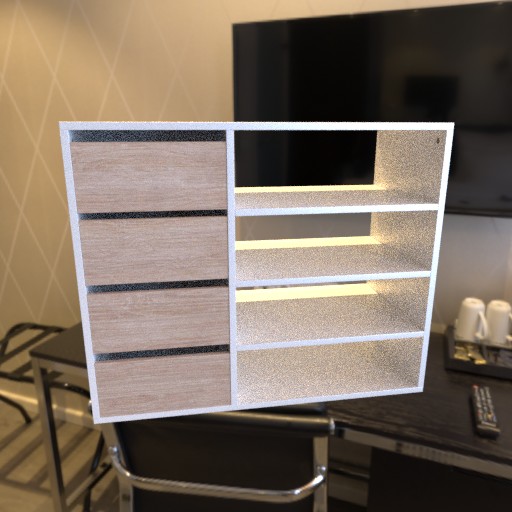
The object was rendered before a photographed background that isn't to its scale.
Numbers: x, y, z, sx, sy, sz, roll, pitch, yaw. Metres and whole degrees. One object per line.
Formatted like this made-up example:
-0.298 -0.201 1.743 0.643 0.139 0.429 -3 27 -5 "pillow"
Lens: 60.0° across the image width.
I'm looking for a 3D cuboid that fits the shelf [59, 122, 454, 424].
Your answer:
0.000 0.000 1.277 0.895 0.732 0.396 -3 16 -9 "shelf"
